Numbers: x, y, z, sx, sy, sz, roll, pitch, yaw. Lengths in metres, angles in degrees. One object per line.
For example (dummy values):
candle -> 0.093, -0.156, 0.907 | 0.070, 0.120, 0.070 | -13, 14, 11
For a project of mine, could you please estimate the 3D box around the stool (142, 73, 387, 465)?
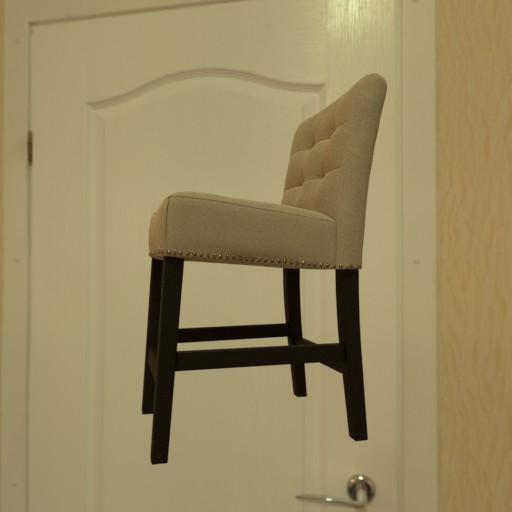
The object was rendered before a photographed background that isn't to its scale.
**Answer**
stool -> 0.000, 0.000, 1.183 | 0.571, 0.885, 0.427 | 0, -1, -18
